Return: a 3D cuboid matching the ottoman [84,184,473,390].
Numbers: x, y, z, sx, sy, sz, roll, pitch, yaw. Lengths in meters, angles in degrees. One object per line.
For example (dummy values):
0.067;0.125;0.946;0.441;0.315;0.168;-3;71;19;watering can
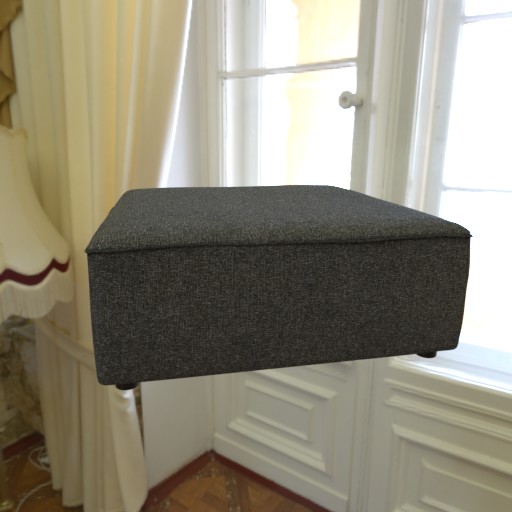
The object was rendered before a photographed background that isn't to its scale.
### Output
0.000;0.000;1.603;1.021;0.423;1.017;-3;16;-10;ottoman
